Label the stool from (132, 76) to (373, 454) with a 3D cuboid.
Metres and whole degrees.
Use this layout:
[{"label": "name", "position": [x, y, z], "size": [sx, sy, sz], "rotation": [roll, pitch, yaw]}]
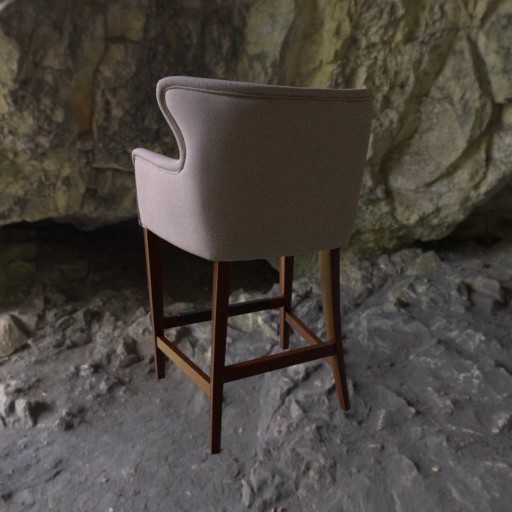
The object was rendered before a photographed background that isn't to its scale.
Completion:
[{"label": "stool", "position": [0.000, 0.000, 1.334], "size": [0.601, 0.951, 0.570], "rotation": [-7, 17, -25]}]
